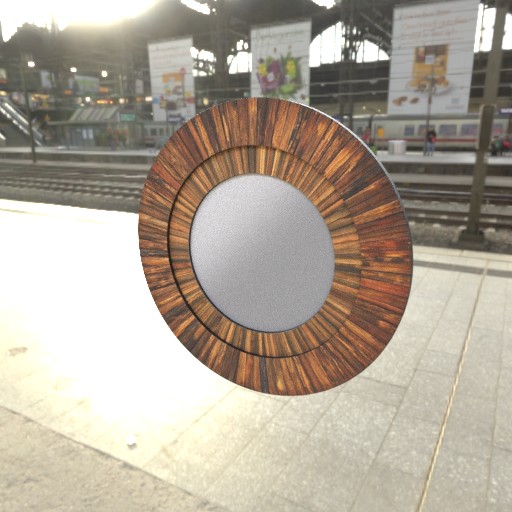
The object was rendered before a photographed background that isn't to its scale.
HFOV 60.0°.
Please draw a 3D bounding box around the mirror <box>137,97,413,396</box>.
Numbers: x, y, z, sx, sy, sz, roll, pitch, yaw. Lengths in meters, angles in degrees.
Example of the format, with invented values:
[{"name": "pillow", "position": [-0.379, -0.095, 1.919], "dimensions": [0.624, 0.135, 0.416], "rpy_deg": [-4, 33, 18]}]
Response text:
[{"name": "mirror", "position": [0.000, 0.000, 1.598], "dimensions": [1.077, 1.077, 0.036], "rpy_deg": [8, 17, 27]}]
